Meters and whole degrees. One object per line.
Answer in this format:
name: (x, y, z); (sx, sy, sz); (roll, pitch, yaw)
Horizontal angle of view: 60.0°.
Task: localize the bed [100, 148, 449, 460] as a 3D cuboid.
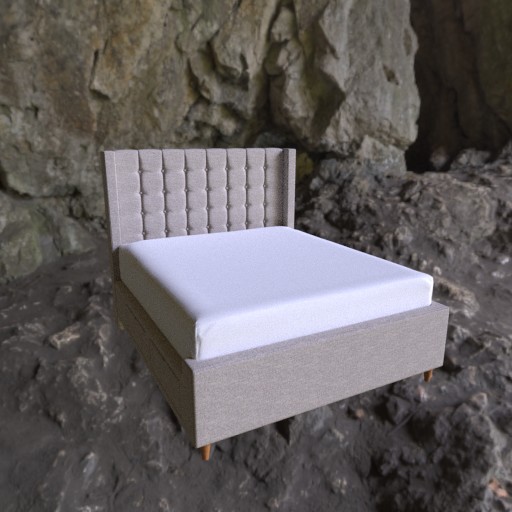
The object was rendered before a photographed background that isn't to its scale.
bed: (0.000, 0.000, 3.805); (2.044, 1.748, 2.372); (-8, 17, -27)
